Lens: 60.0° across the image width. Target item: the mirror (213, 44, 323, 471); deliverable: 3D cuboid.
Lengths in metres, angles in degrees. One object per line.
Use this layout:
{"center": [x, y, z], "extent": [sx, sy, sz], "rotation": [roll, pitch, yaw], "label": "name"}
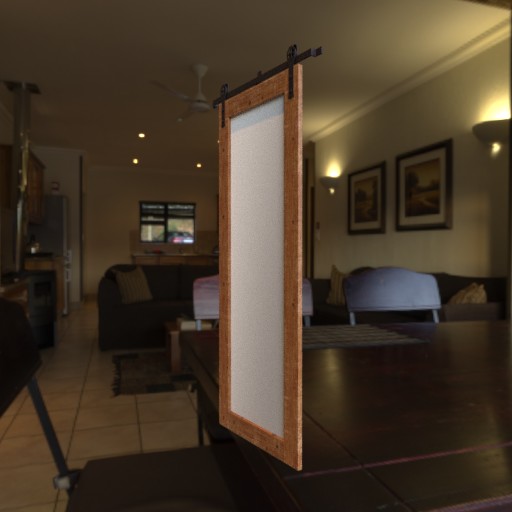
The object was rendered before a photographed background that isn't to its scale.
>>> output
{"center": [0.000, 0.000, 2.108], "extent": [0.042, 1.793, 0.847], "rotation": [0, 1, -36], "label": "mirror"}
